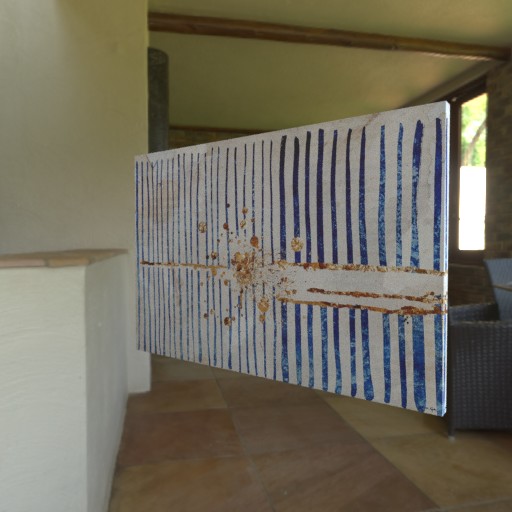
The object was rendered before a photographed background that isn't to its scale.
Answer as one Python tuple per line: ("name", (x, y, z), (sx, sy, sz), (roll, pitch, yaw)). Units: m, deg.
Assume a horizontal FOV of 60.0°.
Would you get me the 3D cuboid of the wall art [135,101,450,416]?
("wall art", (0.000, 0.000, 1.413), (1.143, 0.757, 0.038), (1, 2, 36))
